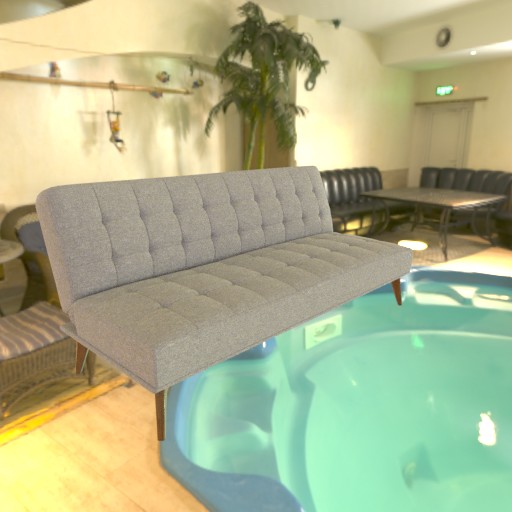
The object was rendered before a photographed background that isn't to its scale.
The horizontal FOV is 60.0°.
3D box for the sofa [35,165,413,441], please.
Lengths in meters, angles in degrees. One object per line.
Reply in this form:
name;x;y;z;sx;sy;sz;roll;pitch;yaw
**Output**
sofa;0.000;0.000;2.264;0.860;0.810;1.800;14;21;42
